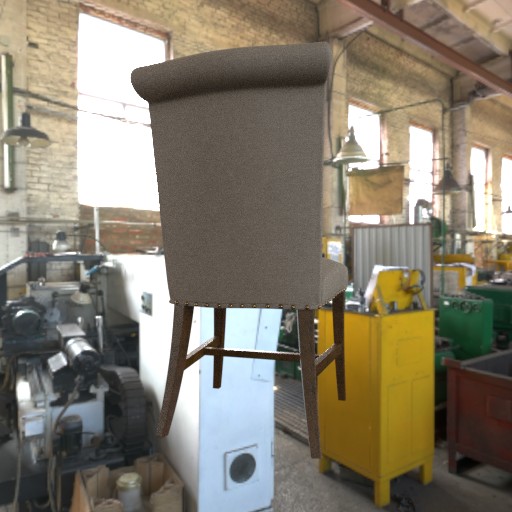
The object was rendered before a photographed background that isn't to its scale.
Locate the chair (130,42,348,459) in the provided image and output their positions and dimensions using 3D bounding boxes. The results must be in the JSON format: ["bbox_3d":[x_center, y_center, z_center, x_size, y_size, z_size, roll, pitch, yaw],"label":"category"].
[{"bbox_3d":[0.000,0.000,1.325,0.513,0.988,0.608,0,1,17],"label":"chair"}]
